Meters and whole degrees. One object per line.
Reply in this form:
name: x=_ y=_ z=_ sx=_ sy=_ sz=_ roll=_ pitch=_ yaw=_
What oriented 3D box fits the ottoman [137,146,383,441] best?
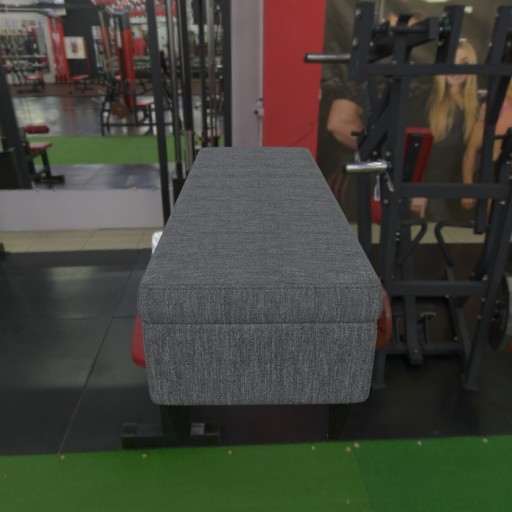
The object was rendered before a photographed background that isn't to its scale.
ottoman: x=0.000 y=0.000 z=1.426 sx=0.482 sy=0.469 sz=1.151 roll=0 pitch=26 yaw=-1
